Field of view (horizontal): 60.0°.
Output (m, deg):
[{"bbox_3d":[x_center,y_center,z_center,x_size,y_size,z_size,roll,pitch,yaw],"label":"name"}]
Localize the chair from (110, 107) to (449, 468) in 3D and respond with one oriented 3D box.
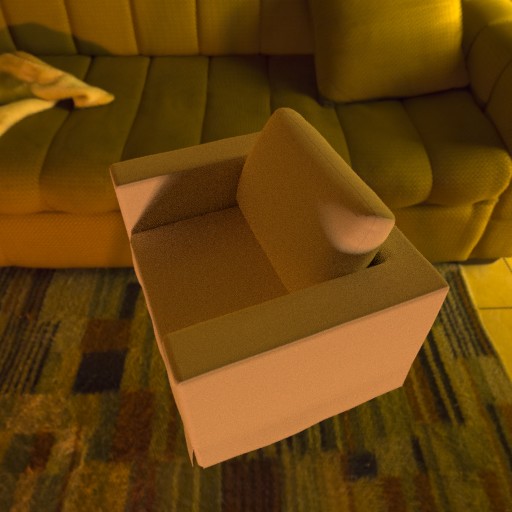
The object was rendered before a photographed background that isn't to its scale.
[{"bbox_3d":[0.000,0.000,1.824,0.957,0.878,1.150,-16,49,-15],"label":"chair"}]
